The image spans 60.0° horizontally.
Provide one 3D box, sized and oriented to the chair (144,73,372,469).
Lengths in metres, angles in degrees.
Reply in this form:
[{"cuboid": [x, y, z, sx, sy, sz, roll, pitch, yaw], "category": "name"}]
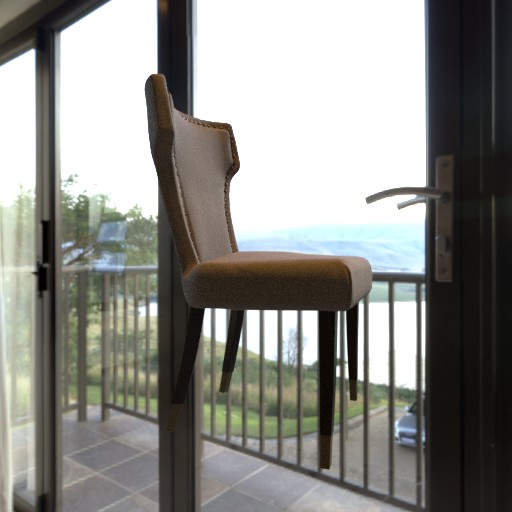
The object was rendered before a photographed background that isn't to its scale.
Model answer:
[{"cuboid": [0.000, 0.000, 1.312, 0.630, 0.950, 0.526, 0, 0, 20], "category": "chair"}]
